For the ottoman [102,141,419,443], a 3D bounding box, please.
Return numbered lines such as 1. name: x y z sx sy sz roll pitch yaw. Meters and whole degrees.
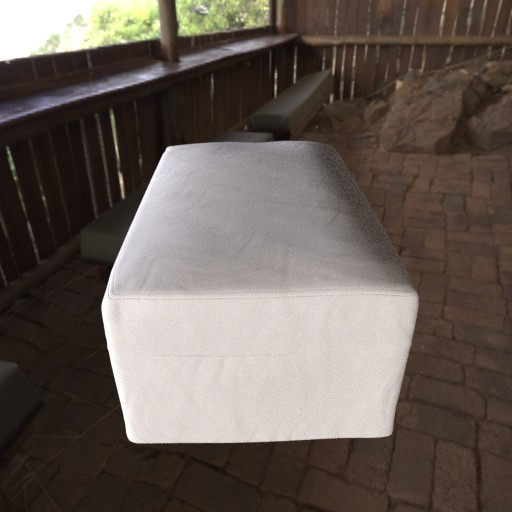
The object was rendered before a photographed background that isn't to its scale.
1. ottoman: 0.000 0.000 1.198 0.590 0.444 0.872 -1 32 -2
